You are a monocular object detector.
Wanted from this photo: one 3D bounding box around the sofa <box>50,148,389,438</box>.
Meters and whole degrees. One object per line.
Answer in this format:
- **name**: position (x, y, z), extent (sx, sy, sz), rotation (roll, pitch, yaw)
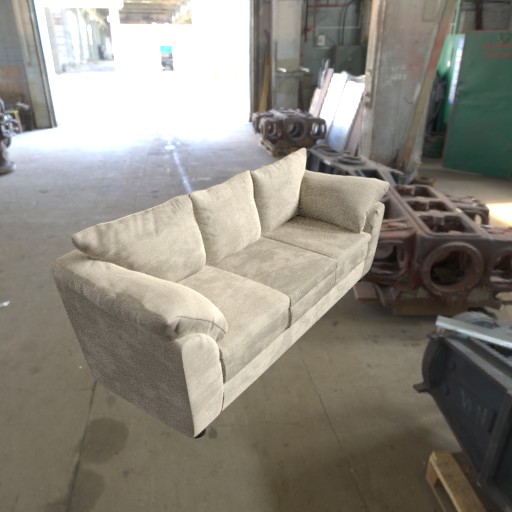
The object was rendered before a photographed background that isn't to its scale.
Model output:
- **sofa**: position (0.000, 0.000, 2.852), extent (0.893, 0.981, 2.377), rotation (16, 30, 31)
